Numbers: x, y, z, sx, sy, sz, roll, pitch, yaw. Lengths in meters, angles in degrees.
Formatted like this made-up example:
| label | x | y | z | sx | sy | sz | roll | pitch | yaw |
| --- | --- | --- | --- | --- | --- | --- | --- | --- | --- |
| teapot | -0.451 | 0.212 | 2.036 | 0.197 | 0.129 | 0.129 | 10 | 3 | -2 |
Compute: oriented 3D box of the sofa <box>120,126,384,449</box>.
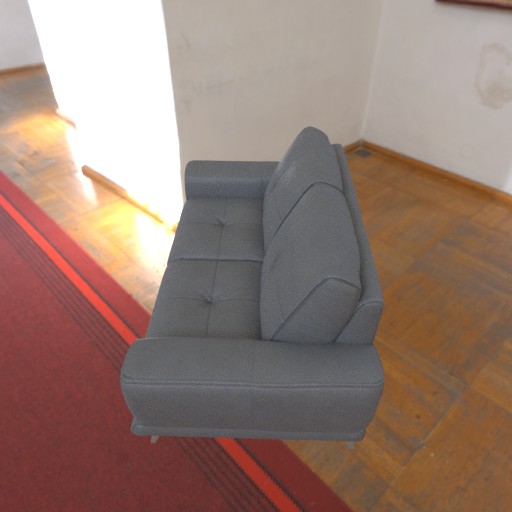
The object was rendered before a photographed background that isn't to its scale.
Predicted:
| label | x | y | z | sx | sy | sz | roll | pitch | yaw |
| --- | --- | --- | --- | --- | --- | --- | --- | --- | --- |
| sofa | 0.000 | 0.000 | 2.370 | 1.018 | 0.907 | 1.806 | 1 | 39 | 1 |
